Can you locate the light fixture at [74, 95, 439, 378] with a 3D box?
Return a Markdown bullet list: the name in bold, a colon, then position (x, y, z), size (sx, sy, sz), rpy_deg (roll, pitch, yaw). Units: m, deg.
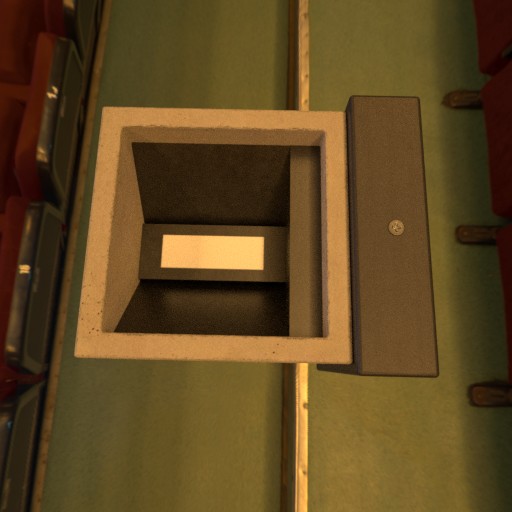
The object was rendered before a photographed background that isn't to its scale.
- **light fixture**: position (0.000, 0.000, 0.241), size (0.143, 0.121, 0.121), rpy_deg (1, 77, 0)
